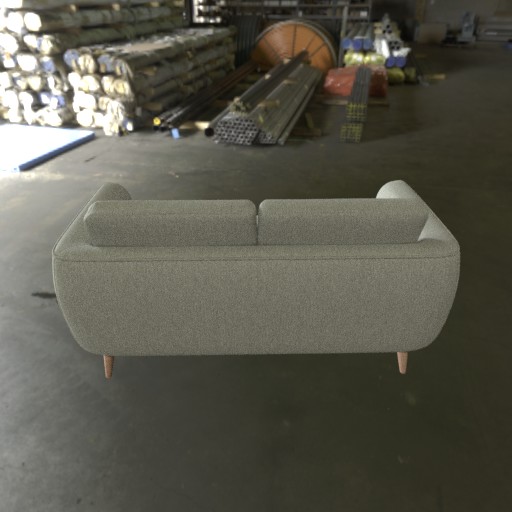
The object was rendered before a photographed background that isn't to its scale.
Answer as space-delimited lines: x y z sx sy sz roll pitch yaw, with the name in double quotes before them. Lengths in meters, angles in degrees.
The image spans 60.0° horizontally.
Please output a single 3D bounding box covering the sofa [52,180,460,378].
"sofa" 0.000 0.000 2.198 1.700 0.850 0.920 -1 31 -1
